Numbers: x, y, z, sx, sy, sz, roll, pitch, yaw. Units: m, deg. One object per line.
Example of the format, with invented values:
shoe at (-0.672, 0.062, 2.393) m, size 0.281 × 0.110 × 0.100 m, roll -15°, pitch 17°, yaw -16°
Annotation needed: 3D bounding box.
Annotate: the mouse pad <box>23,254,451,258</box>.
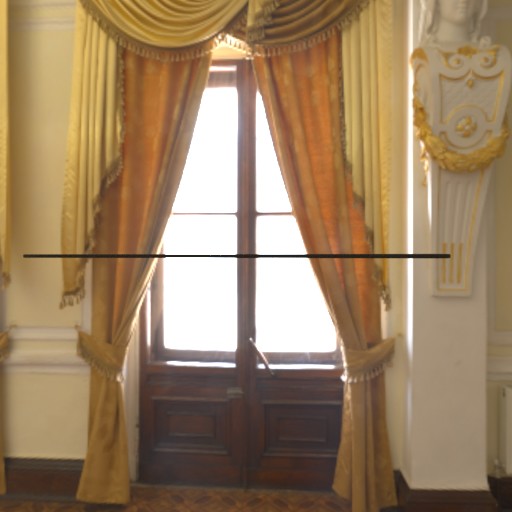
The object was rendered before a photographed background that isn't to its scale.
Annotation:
mouse pad at (0.000, 0.000, 0.334) m, size 0.249 × 0.002 × 0.211 m, roll 0°, pitch 0°, yaw 16°
